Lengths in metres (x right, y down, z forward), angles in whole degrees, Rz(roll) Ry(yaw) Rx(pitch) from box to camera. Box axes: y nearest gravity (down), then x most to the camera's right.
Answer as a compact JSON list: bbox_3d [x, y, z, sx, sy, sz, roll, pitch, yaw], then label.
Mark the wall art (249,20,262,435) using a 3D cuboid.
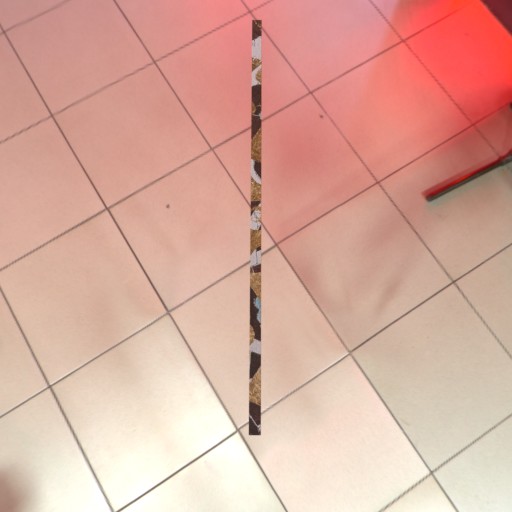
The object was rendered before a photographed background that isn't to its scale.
[{"bbox_3d":[0.000,0.000,0.608,0.010,0.406,0.404,0,76,0],"label":"wall art"}]
